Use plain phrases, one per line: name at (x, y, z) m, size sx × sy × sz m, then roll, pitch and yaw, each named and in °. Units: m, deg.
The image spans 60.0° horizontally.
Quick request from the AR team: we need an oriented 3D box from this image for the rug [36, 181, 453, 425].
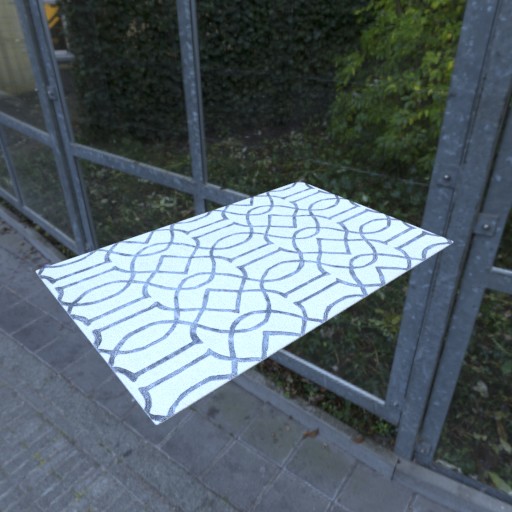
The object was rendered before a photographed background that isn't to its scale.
rug at (0.000, 0.000, 2.955) m, size 2.365 × 0.017 × 1.521 m, roll -24°, pitch 38°, yaw -34°
